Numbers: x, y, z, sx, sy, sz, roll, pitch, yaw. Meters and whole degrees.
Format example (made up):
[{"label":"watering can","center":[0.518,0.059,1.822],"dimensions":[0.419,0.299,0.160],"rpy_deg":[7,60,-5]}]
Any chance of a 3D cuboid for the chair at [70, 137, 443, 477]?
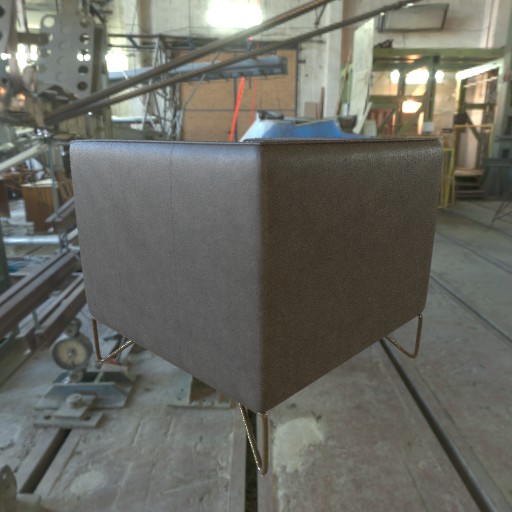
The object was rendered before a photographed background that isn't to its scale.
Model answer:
[{"label":"chair","center":[0.000,0.000,1.529],"dimensions":[0.894,0.790,0.880],"rpy_deg":[15,21,42]}]
